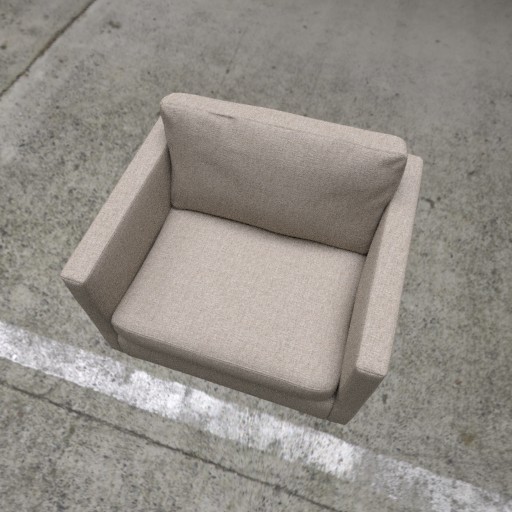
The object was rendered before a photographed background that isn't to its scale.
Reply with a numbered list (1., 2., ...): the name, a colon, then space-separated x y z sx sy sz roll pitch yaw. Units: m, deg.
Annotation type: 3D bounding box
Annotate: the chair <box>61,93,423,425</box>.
1. chair: 0.000 0.000 1.813 1.107 0.961 0.959 15 59 9
